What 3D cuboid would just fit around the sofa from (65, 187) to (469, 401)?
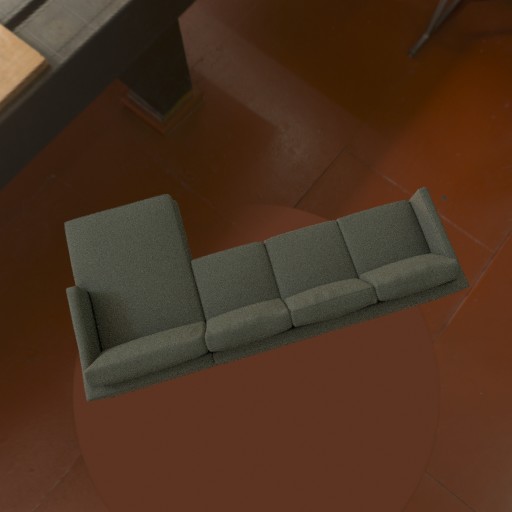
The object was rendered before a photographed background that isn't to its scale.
[{"bbox_3d":[0.000,0.000,3.931,3.186,0.861,1.625,-16,76,-4],"label":"sofa"}]
